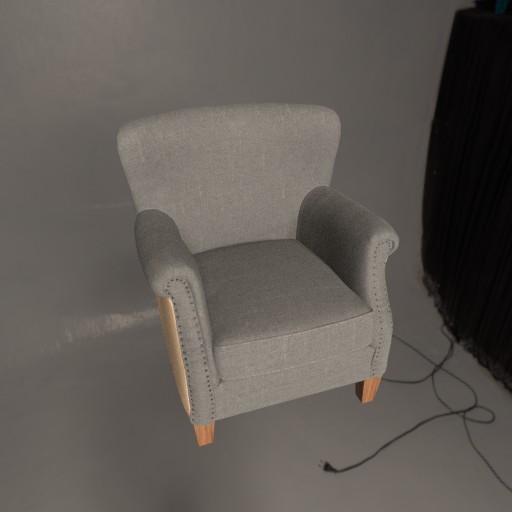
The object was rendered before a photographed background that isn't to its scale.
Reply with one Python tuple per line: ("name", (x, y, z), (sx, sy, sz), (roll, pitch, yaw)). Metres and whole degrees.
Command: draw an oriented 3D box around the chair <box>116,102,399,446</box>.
("chair", (0.000, 0.000, 1.663), (0.861, 0.936, 0.921), (-10, 33, -16))
